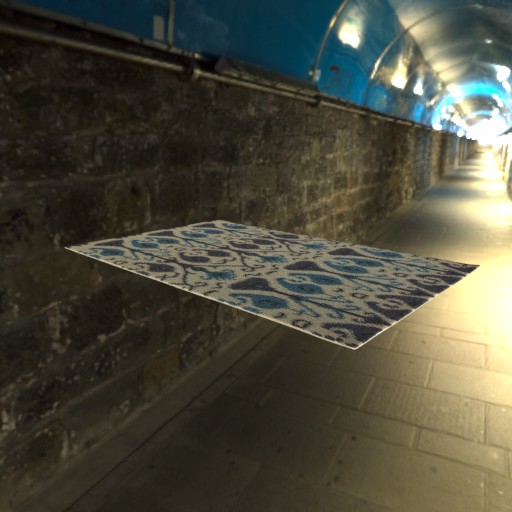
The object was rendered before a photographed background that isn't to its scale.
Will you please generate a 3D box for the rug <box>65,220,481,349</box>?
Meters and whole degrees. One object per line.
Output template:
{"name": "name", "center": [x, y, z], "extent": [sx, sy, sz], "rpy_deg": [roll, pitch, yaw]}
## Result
{"name": "rug", "center": [0.000, 0.000, 2.113], "extent": [1.698, 0.013, 1.072], "rpy_deg": [13, 20, 41]}
